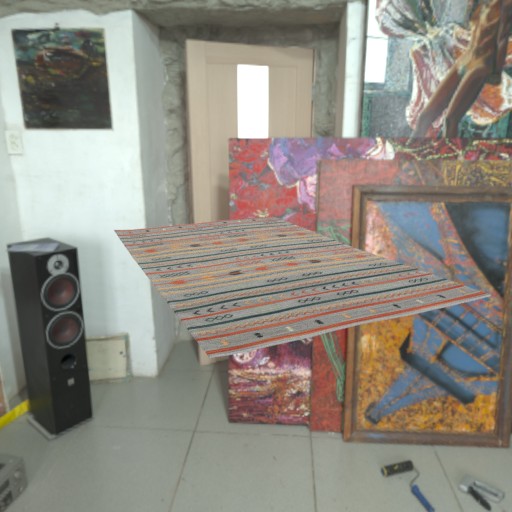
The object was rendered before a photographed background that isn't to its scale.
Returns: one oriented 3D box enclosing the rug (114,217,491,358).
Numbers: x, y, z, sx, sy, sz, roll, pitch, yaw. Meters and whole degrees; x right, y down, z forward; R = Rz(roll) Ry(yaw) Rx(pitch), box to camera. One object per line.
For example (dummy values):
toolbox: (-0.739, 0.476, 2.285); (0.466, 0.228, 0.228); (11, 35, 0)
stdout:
rug: (0.000, 0.000, 3.029); (1.537, 0.029, 2.439); (-7, 17, -24)
